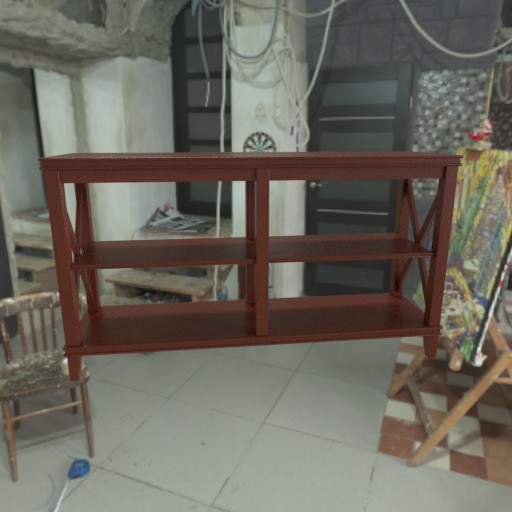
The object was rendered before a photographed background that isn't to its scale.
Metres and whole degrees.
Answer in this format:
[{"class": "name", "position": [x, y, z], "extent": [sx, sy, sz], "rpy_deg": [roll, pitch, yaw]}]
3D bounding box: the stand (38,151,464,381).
[{"class": "stand", "position": [0.000, 0.000, 1.700], "extent": [1.372, 0.762, 0.381], "rpy_deg": [-2, 16, -7]}]
